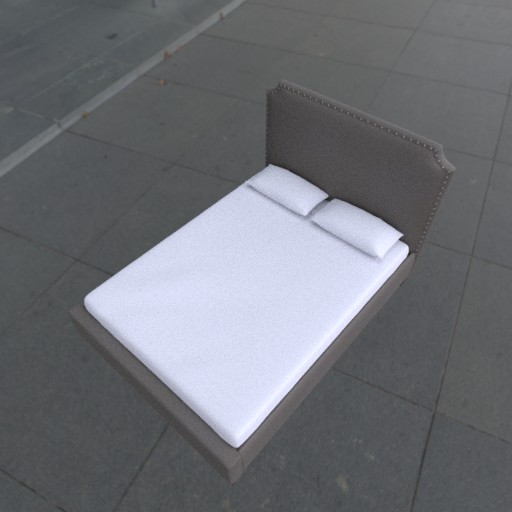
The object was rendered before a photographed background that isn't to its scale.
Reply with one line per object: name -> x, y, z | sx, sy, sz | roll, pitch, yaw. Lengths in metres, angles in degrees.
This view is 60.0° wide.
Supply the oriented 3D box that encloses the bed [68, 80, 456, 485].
bed -> 0.000, 0.000, 3.332 | 1.712, 1.443, 2.372 | 33, 56, 26
